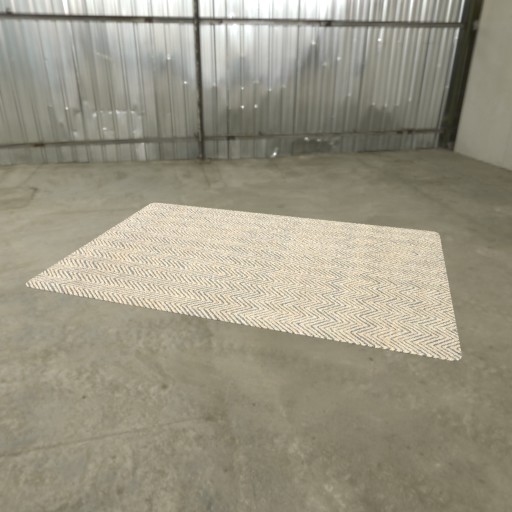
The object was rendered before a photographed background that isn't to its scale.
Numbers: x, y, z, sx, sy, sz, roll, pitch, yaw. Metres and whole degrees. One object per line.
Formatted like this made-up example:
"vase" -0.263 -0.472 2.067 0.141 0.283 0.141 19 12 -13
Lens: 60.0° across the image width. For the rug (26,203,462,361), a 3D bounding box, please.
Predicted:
"rug" 0.000 0.000 2.165 1.752 0.008 1.144 7 27 15
